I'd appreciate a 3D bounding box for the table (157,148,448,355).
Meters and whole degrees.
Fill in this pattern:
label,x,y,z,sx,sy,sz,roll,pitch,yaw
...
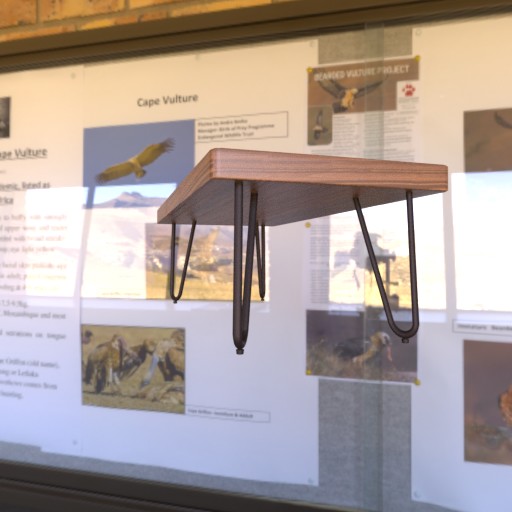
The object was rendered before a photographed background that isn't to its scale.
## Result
label,x,y,z,sx,sy,sz,roll,pitch,yaw
table,0.000,0.000,1.710,0.637,0.468,1.375,0,0,-17
